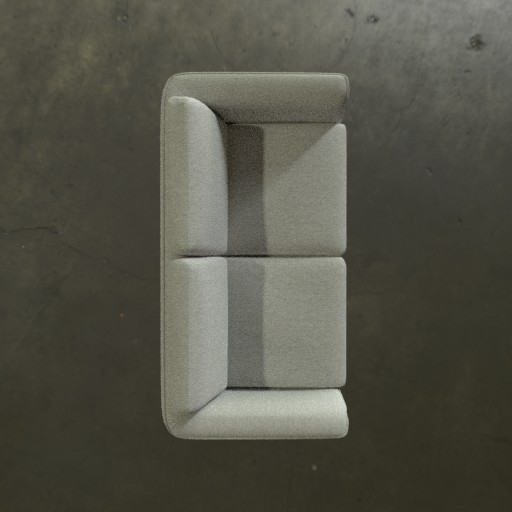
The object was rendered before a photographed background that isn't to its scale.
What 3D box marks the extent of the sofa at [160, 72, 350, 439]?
[{"bbox_3d":[0.000,0.000,2.228,0.920,0.850,1.700,0,91,0],"label":"sofa"}]
